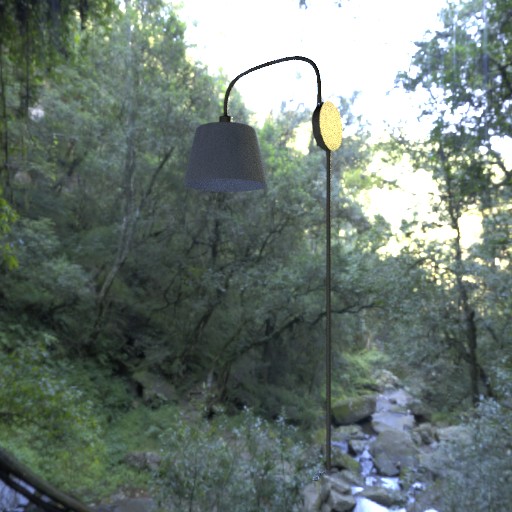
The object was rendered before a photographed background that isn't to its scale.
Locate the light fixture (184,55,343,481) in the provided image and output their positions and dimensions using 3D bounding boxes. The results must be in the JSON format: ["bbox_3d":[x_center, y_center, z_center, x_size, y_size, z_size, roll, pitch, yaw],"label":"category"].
[{"bbox_3d":[0.000,0.000,0.465,0.176,0.399,0.092,0,0,37],"label":"light fixture"}]
